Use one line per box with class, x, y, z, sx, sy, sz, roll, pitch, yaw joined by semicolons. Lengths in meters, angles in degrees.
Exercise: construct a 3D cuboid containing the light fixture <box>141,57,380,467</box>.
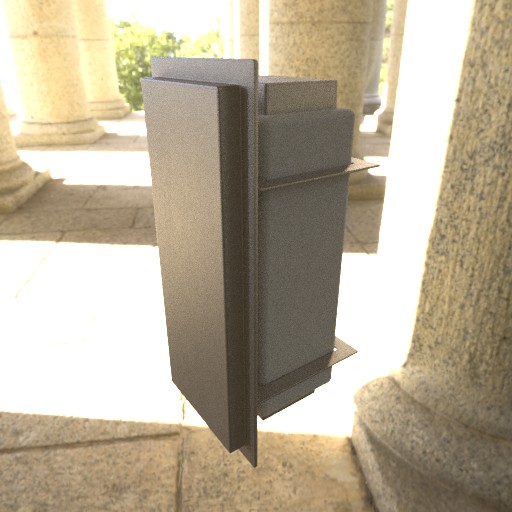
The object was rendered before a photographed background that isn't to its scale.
light fixture;0.000;0.000;0.465;0.160;0.380;0.168;-17;30;-32
